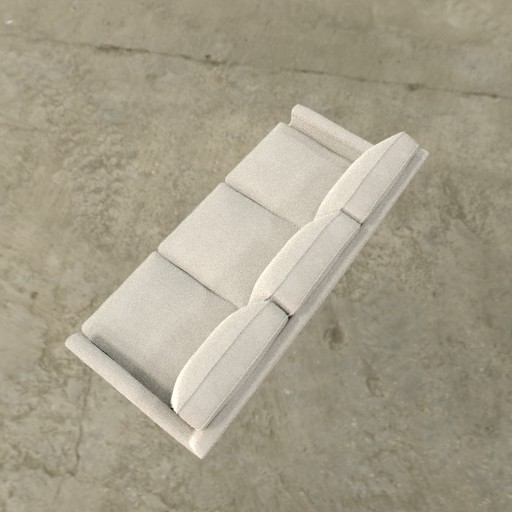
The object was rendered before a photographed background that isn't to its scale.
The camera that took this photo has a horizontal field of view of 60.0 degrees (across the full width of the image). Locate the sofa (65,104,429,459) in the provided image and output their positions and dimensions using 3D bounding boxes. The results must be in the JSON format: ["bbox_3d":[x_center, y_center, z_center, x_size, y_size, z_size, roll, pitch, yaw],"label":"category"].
[{"bbox_3d":[0.000,0.000,2.799,1.084,1.003,2.246,34,68,16],"label":"sofa"}]
